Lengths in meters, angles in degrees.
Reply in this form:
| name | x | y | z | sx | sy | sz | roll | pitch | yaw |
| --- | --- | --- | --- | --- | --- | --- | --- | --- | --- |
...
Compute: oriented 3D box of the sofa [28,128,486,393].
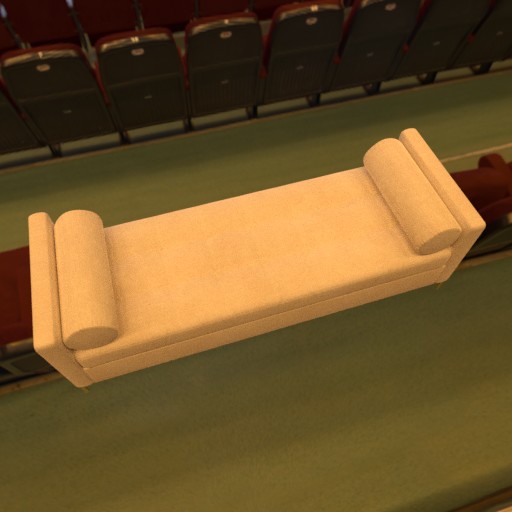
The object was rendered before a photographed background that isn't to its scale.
| name | x | y | z | sx | sy | sz | roll | pitch | yaw |
| --- | --- | --- | --- | --- | --- | --- | --- | --- | --- |
| sofa | 0.000 | 0.000 | 2.262 | 1.981 | 0.635 | 0.686 | -15 | 58 | -9 |
